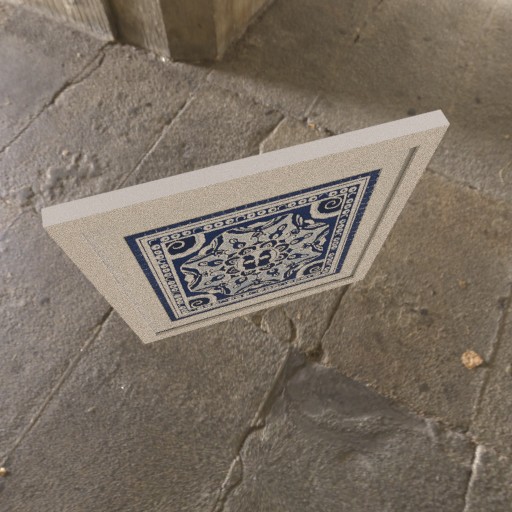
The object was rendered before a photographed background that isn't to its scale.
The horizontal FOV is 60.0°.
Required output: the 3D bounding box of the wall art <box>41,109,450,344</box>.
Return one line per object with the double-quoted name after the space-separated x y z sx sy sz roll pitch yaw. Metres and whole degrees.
0.000 0.000 0.840 0.559 0.559 0.028 -16 65 -7 "wall art"
